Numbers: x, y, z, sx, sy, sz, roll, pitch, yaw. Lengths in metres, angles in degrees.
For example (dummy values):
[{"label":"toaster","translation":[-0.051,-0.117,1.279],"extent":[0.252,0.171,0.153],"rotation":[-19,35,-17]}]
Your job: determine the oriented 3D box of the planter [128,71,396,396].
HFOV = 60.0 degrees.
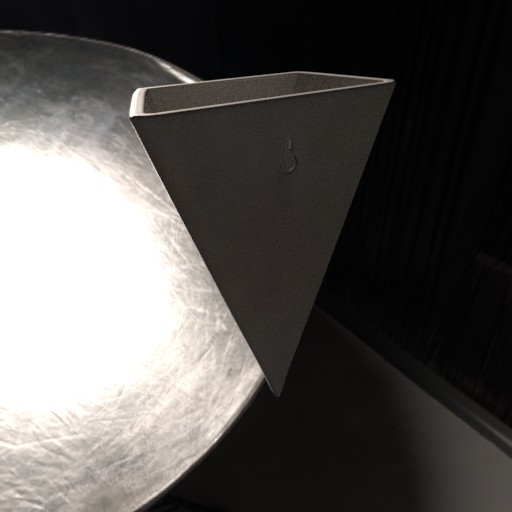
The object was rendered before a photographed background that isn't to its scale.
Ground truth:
[{"label":"planter","translation":[0.000,0.000,0.273],"extent":[0.150,0.197,0.060],"rotation":[-19,35,-29]}]
